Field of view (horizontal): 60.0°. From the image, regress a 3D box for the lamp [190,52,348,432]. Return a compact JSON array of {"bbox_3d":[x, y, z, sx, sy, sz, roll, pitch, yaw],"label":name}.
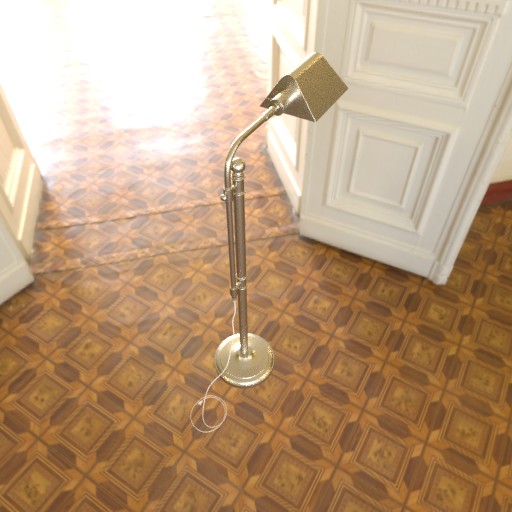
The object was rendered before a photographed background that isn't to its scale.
[{"bbox_3d":[0.000,0.000,0.963,0.159,0.708,0.546,24,51,21],"label":"lamp"}]
